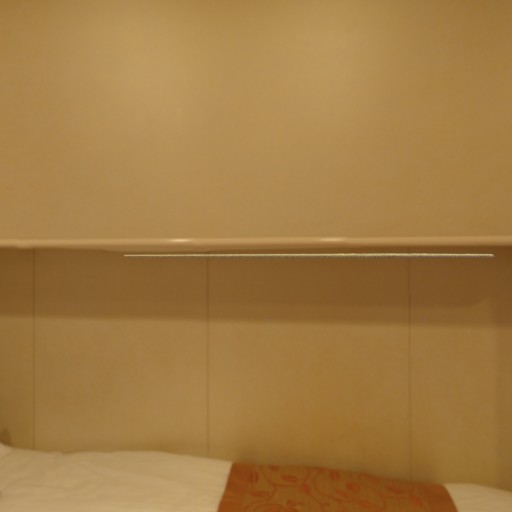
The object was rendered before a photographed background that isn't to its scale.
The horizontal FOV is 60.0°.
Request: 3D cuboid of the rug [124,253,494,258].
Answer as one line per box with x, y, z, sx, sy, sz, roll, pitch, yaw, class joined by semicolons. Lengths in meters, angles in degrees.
0.000;0.000;2.479;0.678;0.014;2.276;0;0;-37;rug
